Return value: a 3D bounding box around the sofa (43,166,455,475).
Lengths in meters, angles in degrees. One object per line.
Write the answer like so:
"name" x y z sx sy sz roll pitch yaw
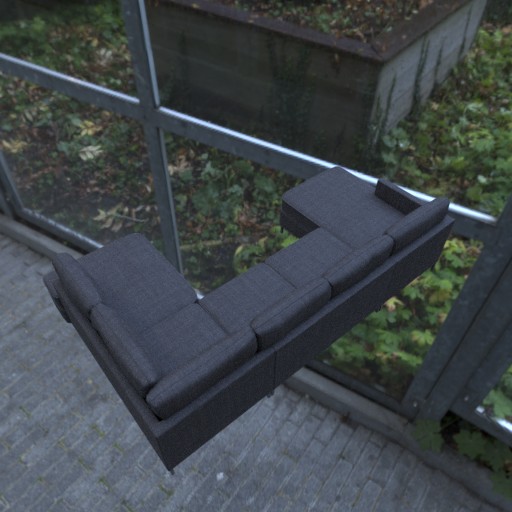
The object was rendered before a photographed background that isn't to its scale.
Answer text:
"sofa" 0.000 0.000 4.276 3.423 0.999 2.048 -31 53 -27
